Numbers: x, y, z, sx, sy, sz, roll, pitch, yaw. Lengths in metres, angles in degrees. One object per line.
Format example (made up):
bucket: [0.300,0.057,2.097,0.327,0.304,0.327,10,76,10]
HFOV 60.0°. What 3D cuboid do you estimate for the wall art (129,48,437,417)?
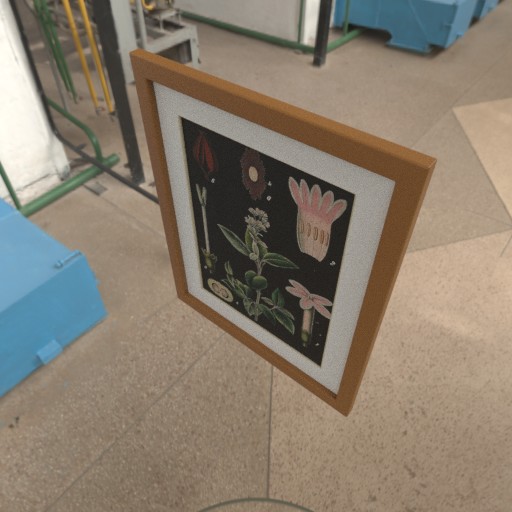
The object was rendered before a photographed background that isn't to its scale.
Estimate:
wall art: [0.000,0.000,0.729,0.449,0.550,0.021,30,53,26]
